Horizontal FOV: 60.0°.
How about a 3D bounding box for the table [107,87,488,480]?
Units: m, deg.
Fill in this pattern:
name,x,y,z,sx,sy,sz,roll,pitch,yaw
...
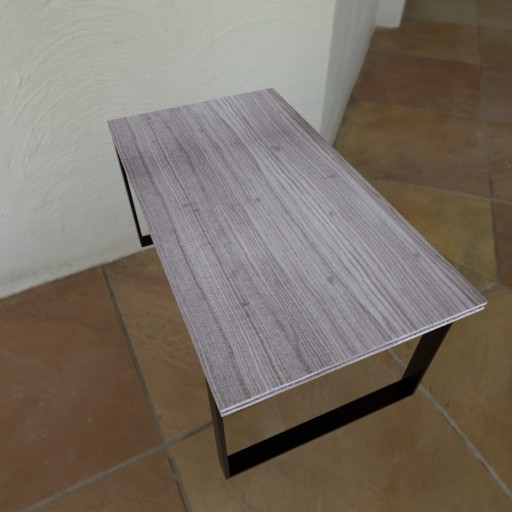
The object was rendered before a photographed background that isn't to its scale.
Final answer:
name,x,y,z,sx,sy,sz,roll,pitch,yaw
table,0.000,0.000,2.019,0.881,0.736,1.579,-17,49,-16
